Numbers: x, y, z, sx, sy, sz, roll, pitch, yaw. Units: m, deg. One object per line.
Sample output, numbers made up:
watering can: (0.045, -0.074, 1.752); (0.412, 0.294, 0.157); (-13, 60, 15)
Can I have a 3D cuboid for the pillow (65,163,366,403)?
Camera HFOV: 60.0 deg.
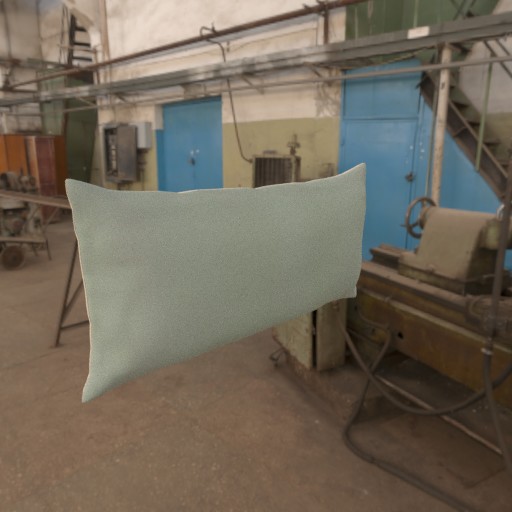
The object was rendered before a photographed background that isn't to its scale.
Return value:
pillow: (0.000, 0.000, 0.731); (0.610, 0.287, 0.151); (-13, 19, -43)
